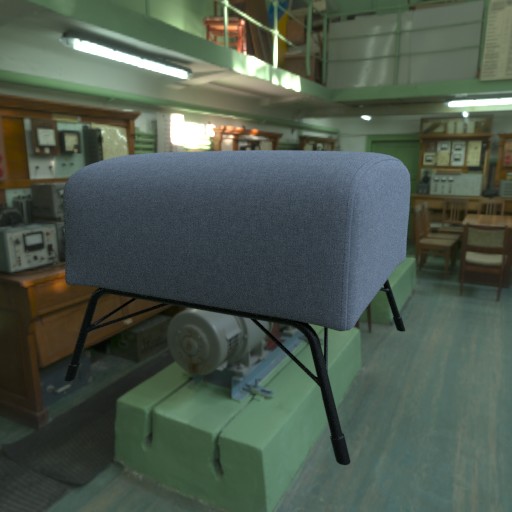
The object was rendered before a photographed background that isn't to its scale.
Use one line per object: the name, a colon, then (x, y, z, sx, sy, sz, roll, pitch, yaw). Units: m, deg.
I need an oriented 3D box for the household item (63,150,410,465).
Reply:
household item: (0.000, 0.000, 0.884, 0.530, 0.410, 0.530, 6, 14, 25)
